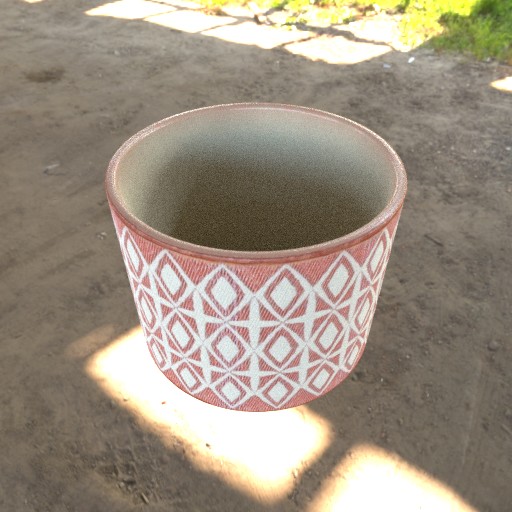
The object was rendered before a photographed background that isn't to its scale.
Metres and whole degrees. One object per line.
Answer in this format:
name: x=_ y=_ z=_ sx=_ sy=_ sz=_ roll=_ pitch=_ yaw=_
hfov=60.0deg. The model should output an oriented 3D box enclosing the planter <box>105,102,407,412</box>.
planter: x=0.000 y=0.000 z=0.490 sx=0.273 sy=0.237 sz=0.273 roll=0 pitch=41 yaw=0
